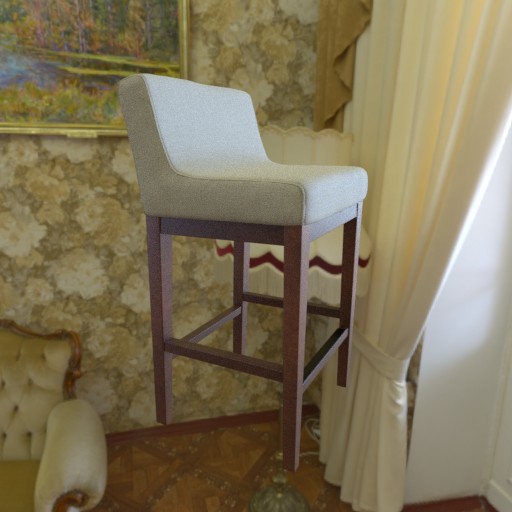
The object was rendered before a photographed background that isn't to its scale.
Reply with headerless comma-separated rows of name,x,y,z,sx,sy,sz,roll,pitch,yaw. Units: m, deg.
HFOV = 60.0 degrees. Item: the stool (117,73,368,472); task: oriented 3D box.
stool,0.000,0.000,1.251,0.500,0.937,0.511,8,17,27
